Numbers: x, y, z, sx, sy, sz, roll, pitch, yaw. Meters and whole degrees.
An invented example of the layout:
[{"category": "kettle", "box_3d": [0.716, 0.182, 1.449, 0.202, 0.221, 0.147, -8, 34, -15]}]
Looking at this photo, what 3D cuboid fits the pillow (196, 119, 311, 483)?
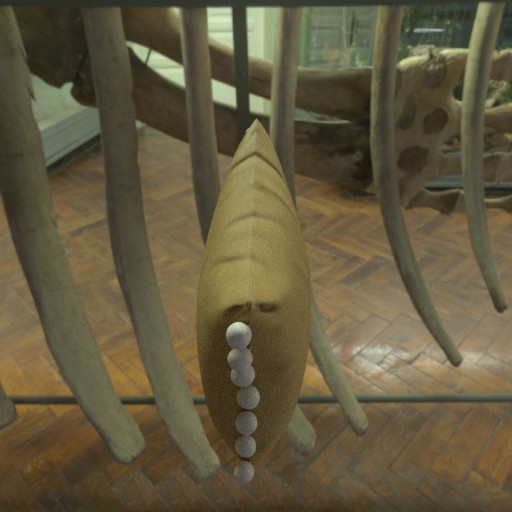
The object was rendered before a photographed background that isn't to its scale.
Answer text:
[{"category": "pillow", "box_3d": [0.000, 0.000, 0.827, 0.201, 0.322, 0.709, 0, 33, 1]}]
